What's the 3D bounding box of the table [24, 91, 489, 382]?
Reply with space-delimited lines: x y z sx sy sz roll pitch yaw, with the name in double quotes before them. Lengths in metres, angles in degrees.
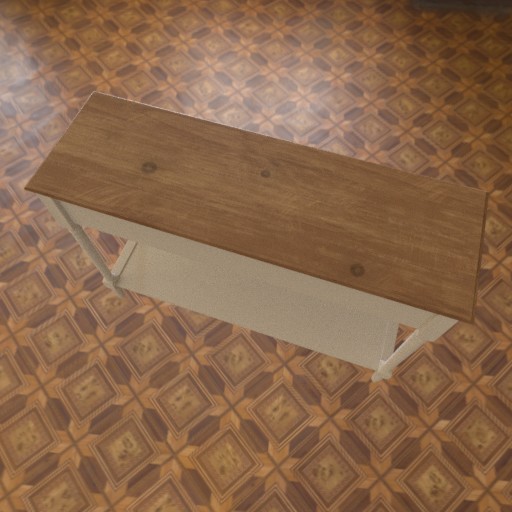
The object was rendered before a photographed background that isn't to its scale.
"table" 0.000 0.000 1.565 1.219 0.800 0.399 17 64 9
